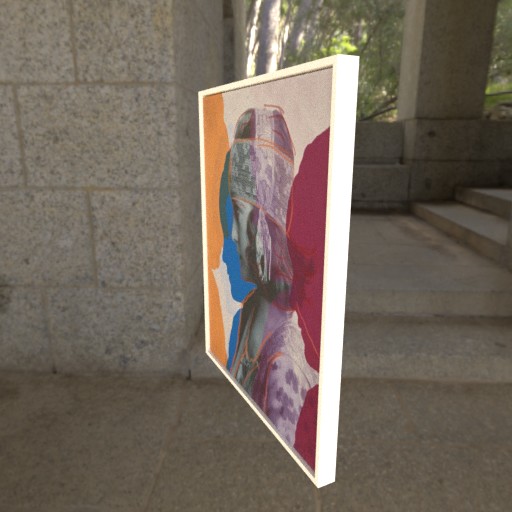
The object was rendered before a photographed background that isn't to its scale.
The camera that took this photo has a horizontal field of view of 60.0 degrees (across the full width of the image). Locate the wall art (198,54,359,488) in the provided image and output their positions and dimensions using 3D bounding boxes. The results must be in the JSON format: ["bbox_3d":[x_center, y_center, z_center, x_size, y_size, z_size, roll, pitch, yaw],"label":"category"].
[{"bbox_3d":[0.000,0.000,0.734,0.030,0.549,0.443,-7,17,-25],"label":"wall art"}]
